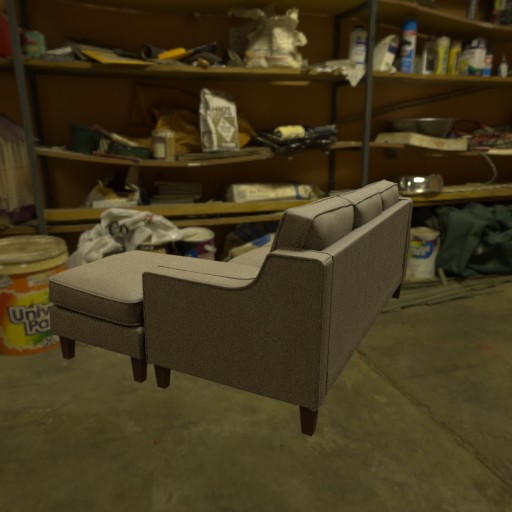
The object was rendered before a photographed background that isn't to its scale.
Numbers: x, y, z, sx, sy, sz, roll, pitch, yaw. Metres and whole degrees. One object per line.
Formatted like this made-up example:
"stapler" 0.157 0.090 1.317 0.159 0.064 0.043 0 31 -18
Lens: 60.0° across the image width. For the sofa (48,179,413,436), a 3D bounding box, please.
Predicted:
"sofa" 0.000 0.000 3.333 1.858 1.081 2.317 8 17 26
